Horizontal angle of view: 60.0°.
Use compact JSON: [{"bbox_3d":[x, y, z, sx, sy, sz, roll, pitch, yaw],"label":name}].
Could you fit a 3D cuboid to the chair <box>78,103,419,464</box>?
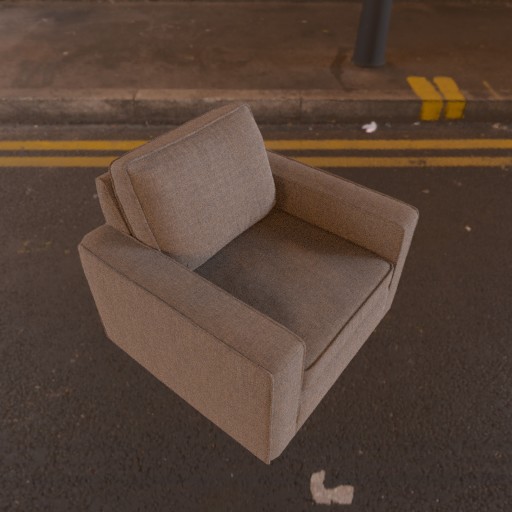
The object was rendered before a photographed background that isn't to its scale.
[{"bbox_3d":[0.000,0.000,1.785,0.940,0.914,1.016,28,49,27],"label":"chair"}]
